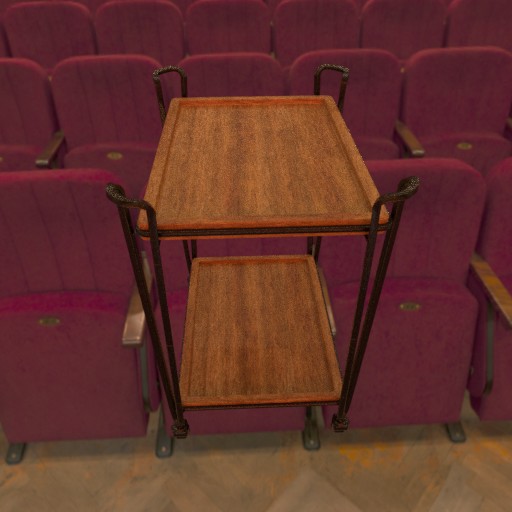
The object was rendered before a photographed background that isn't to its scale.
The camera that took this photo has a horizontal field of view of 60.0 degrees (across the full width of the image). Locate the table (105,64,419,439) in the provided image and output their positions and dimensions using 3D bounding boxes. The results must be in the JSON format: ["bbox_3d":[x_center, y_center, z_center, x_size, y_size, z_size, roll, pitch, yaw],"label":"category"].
[{"bbox_3d":[0.000,0.000,1.180,0.505,0.785,0.672,-2,40,-2],"label":"table"}]
